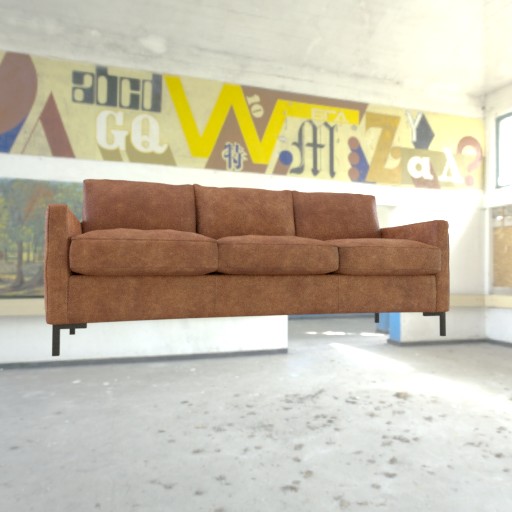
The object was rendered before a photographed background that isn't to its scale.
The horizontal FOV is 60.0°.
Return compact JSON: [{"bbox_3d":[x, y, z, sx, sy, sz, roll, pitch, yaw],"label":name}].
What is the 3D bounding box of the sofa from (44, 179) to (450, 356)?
[{"bbox_3d":[0.000,0.000,2.404,2.029,0.863,0.748,1,-2,-17],"label":"sofa"}]
